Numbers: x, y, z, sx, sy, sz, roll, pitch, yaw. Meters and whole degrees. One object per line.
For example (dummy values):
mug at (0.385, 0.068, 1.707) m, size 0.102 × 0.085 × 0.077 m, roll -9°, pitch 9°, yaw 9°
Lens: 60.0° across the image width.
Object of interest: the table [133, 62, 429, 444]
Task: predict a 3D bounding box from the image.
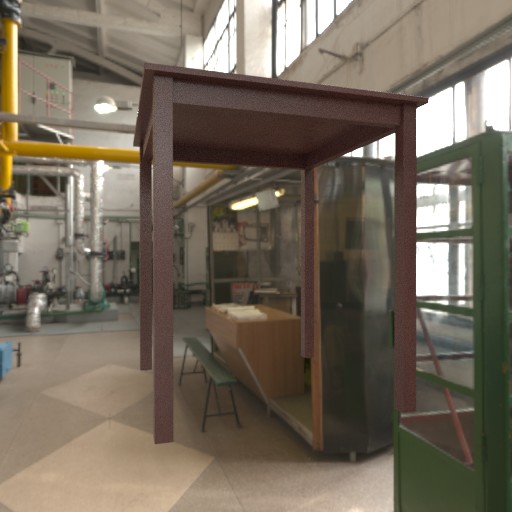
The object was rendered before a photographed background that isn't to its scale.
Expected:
table at (0.000, 0.000, 1.667) m, size 0.861 × 0.991 × 0.861 m, roll 0°, pitch 0°, yaw -17°
